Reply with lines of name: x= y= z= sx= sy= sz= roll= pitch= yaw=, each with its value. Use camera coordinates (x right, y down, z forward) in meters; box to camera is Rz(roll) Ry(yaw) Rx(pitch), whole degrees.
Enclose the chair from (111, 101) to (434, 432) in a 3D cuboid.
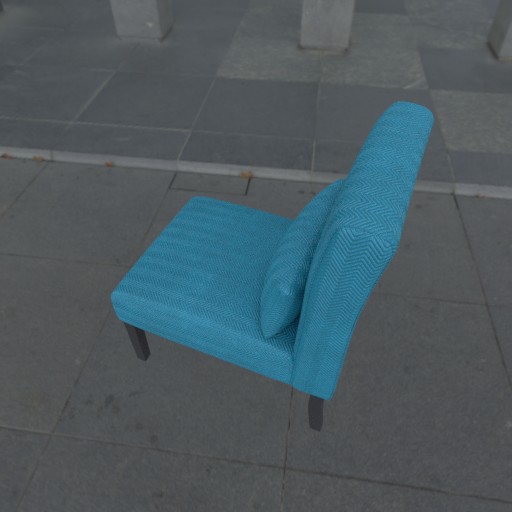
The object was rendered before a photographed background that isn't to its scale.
chair: x=0.000 y=0.000 z=1.428 sx=0.808 sy=0.927 sz=0.579 roll=17 pitch=48 yaw=16
